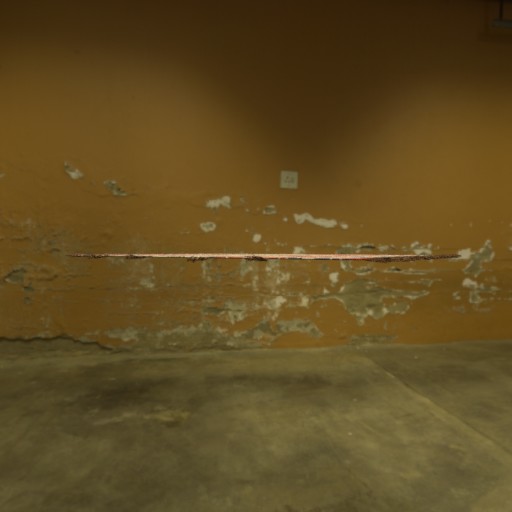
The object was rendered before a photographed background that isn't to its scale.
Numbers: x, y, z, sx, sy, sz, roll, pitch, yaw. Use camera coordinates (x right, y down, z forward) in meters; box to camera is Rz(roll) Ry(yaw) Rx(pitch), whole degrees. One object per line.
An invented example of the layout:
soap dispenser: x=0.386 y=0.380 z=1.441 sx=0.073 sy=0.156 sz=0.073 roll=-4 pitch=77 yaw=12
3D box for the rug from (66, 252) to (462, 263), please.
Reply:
rug: x=0.000 y=0.000 z=3.170 sx=2.450 sy=0.048 sz=1.778 roll=1 pitch=1 yaw=37
